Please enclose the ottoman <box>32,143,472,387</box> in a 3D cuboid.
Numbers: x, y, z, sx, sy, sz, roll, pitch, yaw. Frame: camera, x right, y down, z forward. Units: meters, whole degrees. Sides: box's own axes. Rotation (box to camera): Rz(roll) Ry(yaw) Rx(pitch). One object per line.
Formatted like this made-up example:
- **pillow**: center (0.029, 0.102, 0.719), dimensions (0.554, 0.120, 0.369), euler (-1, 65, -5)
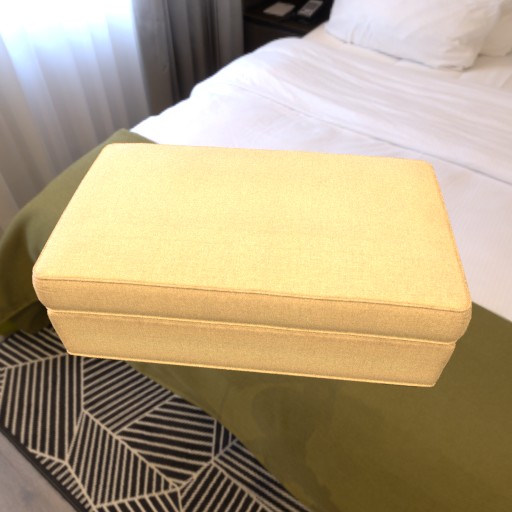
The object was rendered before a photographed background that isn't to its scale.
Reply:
- **ottoman**: center (0.000, 0.000, 1.385), dimensions (1.097, 0.448, 0.617), euler (4, 47, 4)
